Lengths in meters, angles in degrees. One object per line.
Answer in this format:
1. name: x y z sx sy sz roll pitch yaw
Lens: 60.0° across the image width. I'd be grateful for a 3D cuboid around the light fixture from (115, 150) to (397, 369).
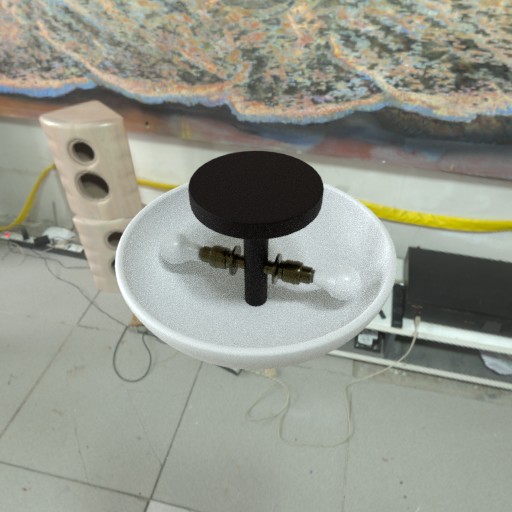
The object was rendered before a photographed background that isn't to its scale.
1. light fixture: 0.000 0.000 0.548 0.331 0.212 0.331 0 41 0
